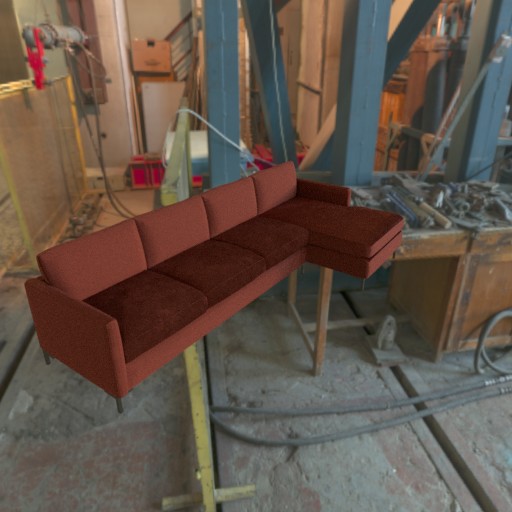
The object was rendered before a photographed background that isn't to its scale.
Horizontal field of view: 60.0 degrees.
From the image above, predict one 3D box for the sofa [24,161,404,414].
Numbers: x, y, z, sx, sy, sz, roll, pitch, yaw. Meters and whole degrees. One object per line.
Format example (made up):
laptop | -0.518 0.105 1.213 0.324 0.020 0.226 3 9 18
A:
sofa | 0.000 0.000 3.408 1.350 0.810 2.932 17 31 32
